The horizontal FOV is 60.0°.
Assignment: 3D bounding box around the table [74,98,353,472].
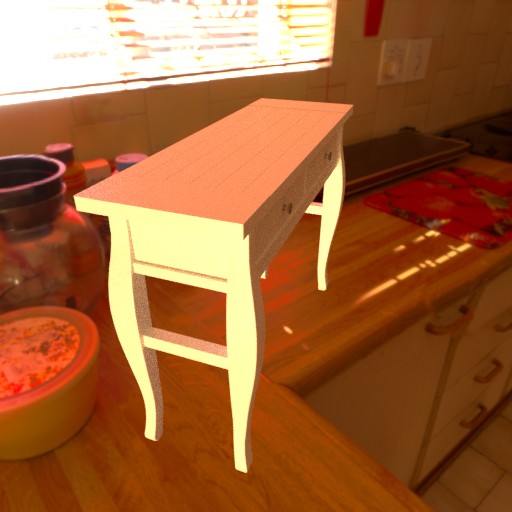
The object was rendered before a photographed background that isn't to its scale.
[{"bbox_3d":[0.000,0.000,1.427,0.373,0.768,1.062,11,32,18],"label":"table"}]
